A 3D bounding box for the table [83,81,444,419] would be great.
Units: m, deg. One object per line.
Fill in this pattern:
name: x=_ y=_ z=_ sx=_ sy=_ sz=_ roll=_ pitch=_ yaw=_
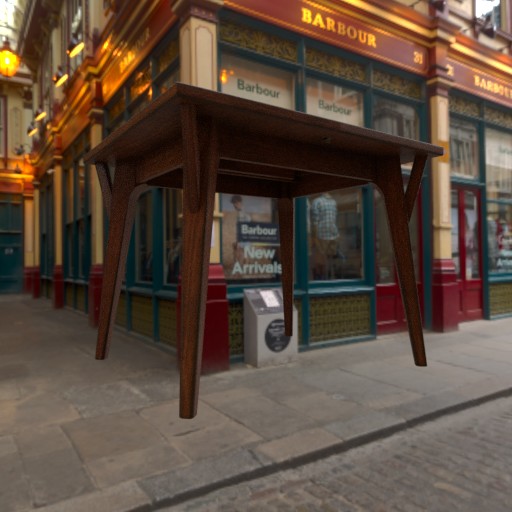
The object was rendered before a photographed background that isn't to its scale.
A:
table: x=0.000 y=0.000 z=1.587 sx=0.991 sy=0.761 sz=0.838 roll=0 pitch=-1 yaw=-34
